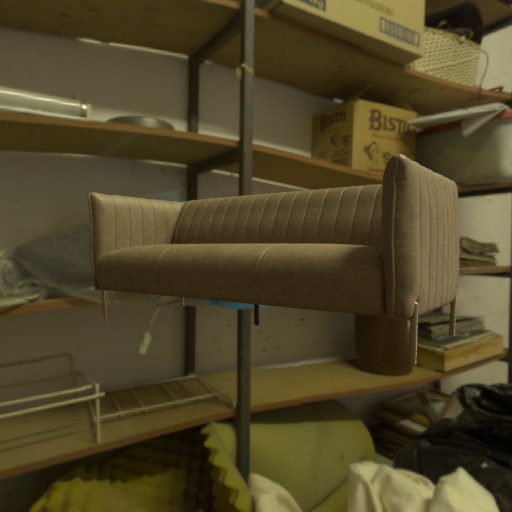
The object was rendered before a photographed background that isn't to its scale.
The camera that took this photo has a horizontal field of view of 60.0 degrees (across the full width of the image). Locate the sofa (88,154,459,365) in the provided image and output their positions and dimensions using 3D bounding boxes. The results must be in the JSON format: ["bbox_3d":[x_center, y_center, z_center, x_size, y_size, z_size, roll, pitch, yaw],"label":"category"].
[{"bbox_3d":[0.000,0.000,2.465,1.980,0.779,0.876,1,1,36],"label":"sofa"}]
